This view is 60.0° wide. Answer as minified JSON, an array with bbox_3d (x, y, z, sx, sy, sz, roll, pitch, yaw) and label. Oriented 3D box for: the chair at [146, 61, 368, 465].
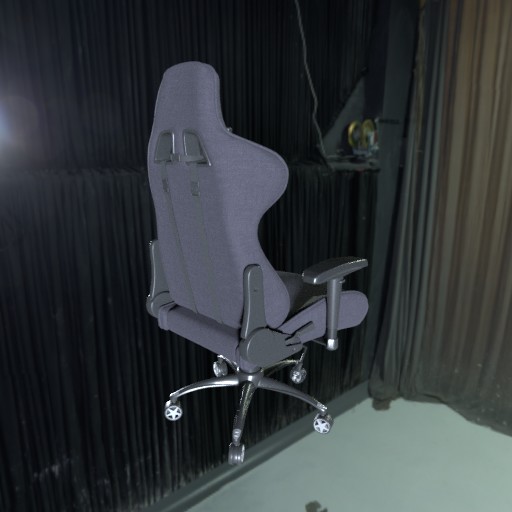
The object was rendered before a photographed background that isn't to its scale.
[{"bbox_3d":[0.000,0.000,1.687,0.730,1.300,0.695,14,20,42],"label":"chair"}]
